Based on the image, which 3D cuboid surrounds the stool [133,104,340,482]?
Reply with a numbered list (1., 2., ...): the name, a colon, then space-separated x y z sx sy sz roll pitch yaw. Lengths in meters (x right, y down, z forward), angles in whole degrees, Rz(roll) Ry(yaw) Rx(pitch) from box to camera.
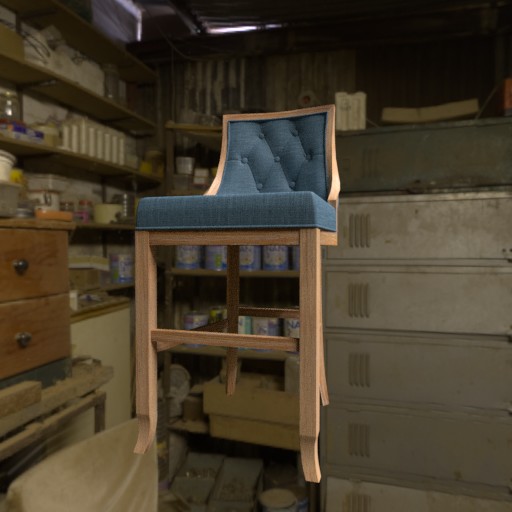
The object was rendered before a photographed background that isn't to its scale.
1. stool: 0.000 0.000 1.450 0.524 1.101 0.626 0 1 18
